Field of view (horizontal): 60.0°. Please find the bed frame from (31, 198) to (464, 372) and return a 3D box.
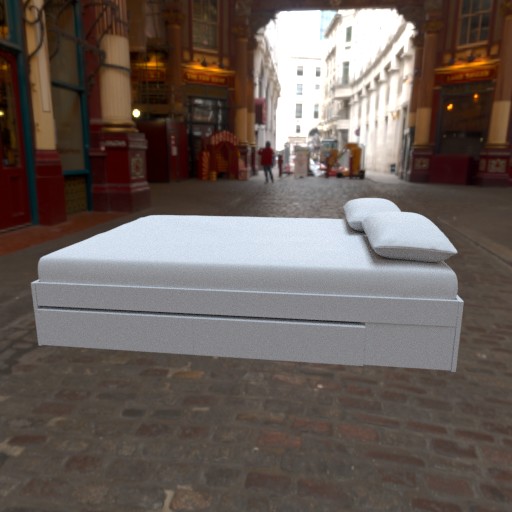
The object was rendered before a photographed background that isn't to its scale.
[{"bbox_3d":[0.000,0.000,2.662,1.950,0.629,1.450,2,14,8],"label":"bed frame"}]
